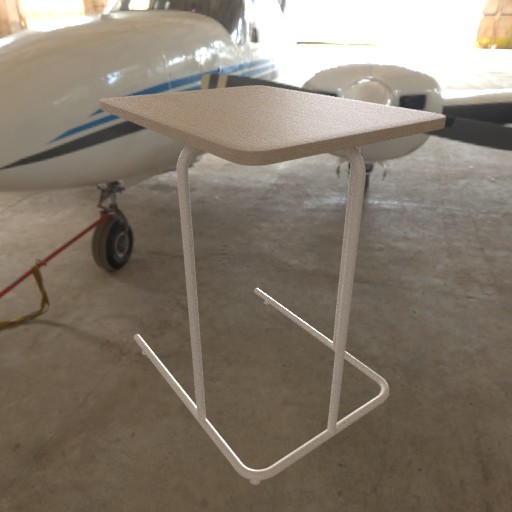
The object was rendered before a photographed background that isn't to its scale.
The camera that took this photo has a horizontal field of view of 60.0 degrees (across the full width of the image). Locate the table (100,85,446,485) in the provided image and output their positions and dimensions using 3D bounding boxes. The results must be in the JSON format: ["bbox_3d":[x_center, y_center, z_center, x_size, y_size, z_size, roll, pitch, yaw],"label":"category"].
[{"bbox_3d":[0.000,0.000,0.851,0.370,0.550,0.480,-19,33,-32],"label":"table"}]
